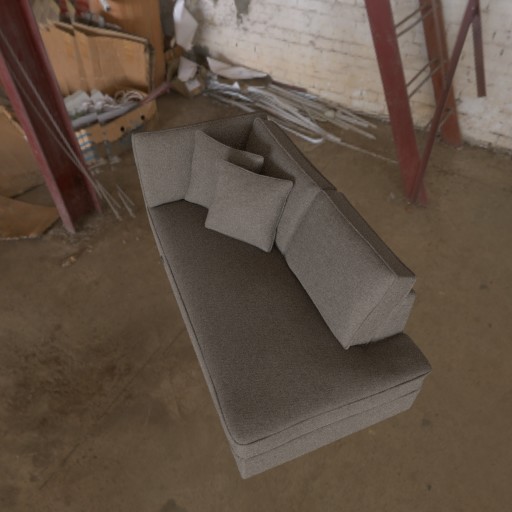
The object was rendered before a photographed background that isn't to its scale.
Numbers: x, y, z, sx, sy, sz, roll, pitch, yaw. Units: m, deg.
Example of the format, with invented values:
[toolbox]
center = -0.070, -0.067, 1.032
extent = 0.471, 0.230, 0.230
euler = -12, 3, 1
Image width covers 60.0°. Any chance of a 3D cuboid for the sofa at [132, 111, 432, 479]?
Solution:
[sofa]
center = 0.000, 0.000, 2.849
extent = 1.110, 1.033, 2.237
euler = -16, 48, -16
